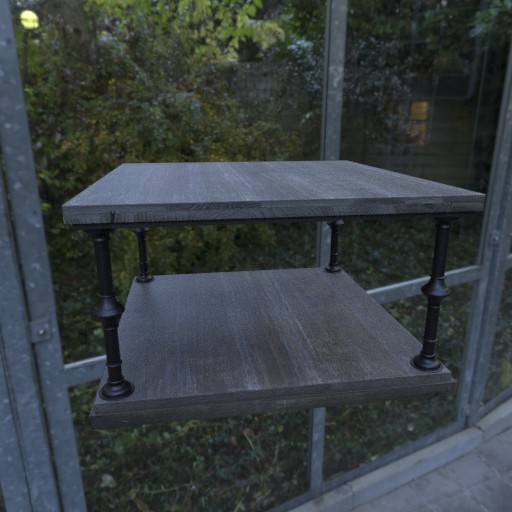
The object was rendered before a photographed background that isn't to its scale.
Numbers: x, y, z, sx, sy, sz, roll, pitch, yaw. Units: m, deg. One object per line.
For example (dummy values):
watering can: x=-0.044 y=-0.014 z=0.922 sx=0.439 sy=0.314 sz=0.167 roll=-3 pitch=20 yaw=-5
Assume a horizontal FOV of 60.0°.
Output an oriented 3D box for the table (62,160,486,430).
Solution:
table: x=0.000 y=0.000 z=1.102 sx=0.696 sy=0.400 sz=0.696 roll=-3 pitch=17 yaw=-8
